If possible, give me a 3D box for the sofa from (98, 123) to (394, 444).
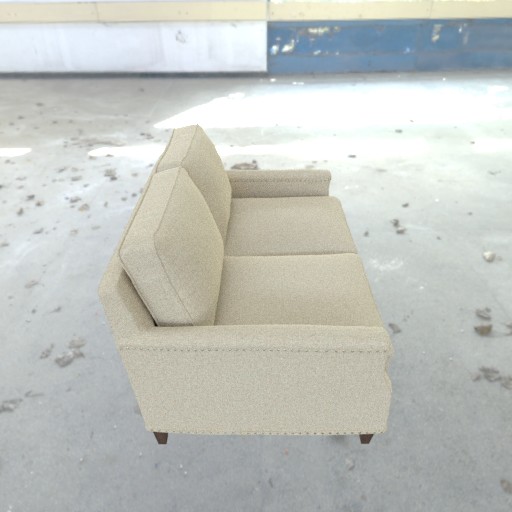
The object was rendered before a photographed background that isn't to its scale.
[{"bbox_3d":[0.000,0.000,2.277,1.084,1.003,1.597,0,33,0],"label":"sofa"}]
